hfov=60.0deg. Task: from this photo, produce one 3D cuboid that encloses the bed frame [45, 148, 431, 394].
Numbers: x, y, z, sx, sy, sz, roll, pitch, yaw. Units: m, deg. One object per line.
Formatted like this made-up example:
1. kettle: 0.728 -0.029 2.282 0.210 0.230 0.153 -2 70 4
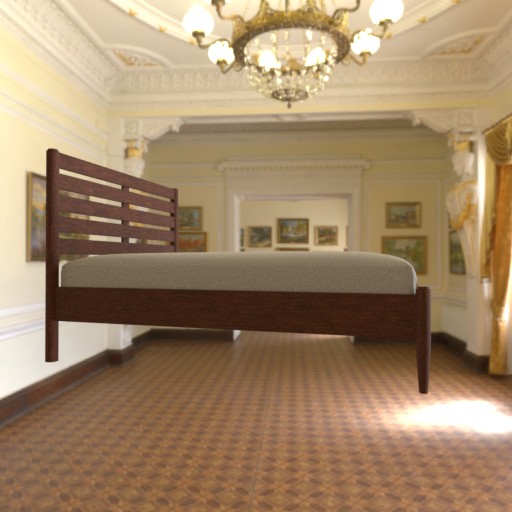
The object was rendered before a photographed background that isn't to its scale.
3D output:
1. bed frame: 0.000 0.000 3.184 2.234 1.321 1.655 0 -1 18
